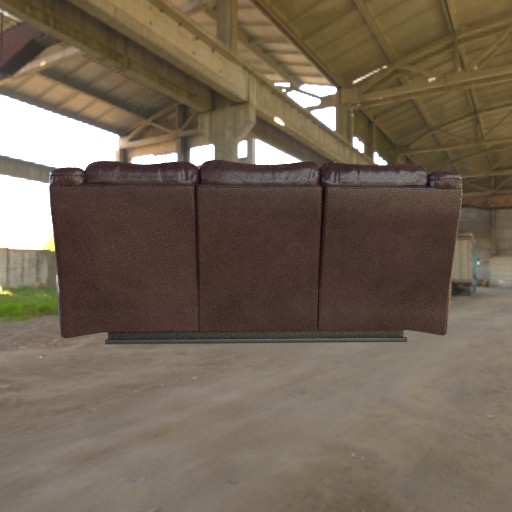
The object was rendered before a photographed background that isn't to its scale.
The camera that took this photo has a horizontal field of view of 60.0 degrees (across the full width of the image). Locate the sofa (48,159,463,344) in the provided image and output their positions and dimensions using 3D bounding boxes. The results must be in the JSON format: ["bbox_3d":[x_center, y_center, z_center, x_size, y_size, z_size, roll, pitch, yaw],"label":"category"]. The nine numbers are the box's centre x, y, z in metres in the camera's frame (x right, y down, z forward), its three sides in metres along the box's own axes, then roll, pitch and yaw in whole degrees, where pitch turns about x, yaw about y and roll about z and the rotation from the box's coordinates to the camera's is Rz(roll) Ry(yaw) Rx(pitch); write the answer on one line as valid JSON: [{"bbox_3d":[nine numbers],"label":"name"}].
[{"bbox_3d":[0.000,0.000,2.819,2.337,1.043,0.991,0,-1,-3],"label":"sofa"}]
